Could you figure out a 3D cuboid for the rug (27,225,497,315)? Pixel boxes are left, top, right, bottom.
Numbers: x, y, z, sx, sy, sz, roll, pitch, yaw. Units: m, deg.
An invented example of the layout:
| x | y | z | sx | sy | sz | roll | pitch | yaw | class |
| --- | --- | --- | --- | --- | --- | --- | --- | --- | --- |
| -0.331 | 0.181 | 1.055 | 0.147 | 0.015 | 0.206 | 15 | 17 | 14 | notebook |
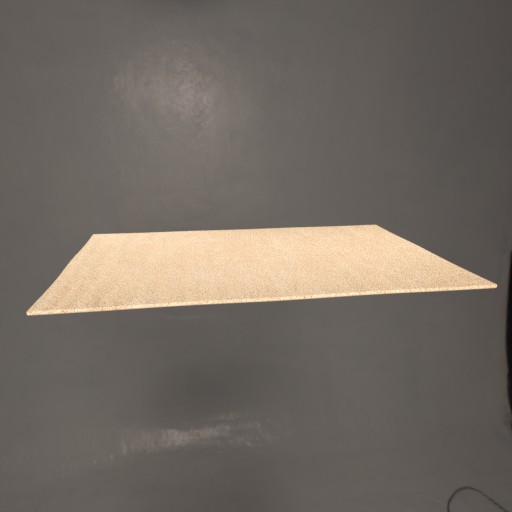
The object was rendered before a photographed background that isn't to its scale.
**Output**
| x | y | z | sx | sy | sz | roll | pitch | yaw | class |
| --- | --- | --- | --- | --- | --- | --- | --- | --- | --- |
| 0.000 | 0.000 | 3.362 | 2.699 | 0.025 | 1.800 | -2 | 16 | -9 | rug |
